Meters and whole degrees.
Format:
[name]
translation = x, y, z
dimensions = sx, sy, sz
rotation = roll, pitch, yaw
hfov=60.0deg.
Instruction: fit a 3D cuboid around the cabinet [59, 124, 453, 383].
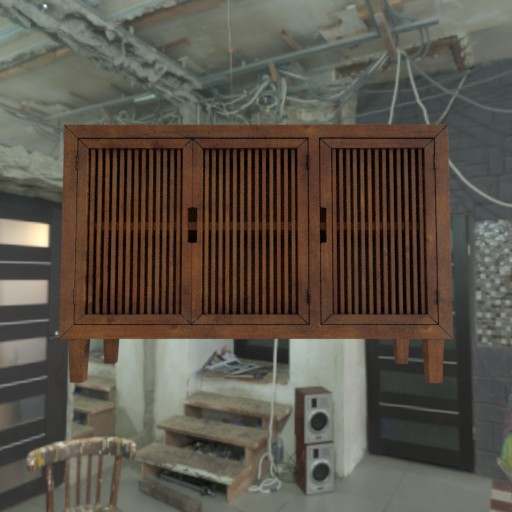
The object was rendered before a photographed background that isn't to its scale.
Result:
[cabinet]
translation = 0.000, 0.000, 1.567
dimensions = 1.204, 0.805, 0.403
rotation = 0, -3, 0
